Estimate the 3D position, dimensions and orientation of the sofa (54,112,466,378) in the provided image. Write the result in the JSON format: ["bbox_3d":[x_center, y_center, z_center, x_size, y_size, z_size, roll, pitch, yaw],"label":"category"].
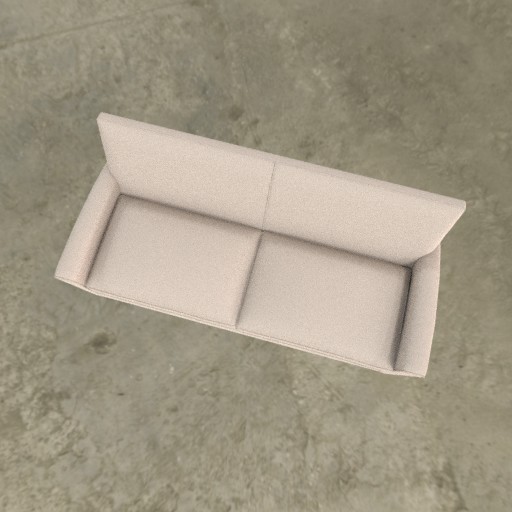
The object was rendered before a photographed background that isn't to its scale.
[{"bbox_3d":[0.000,0.000,2.523,2.000,0.846,0.875,15,76,4],"label":"sofa"}]
